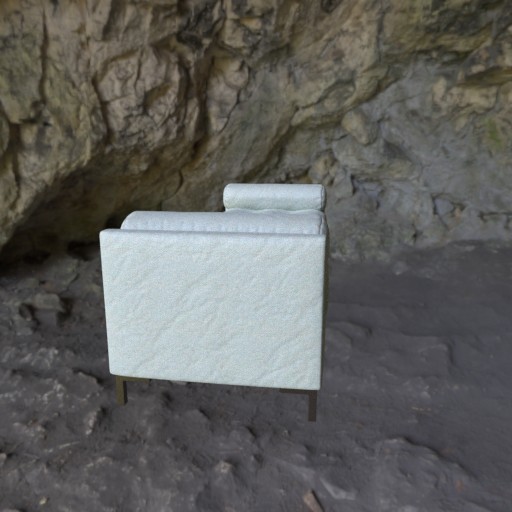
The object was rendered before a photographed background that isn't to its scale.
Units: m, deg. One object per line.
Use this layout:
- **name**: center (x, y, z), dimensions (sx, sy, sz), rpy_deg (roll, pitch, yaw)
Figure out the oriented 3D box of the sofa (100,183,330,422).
- **sofa**: center (0.000, 0.000, 2.510), dimensions (0.796, 0.705, 2.102), rpy_deg (2, 13, 8)
